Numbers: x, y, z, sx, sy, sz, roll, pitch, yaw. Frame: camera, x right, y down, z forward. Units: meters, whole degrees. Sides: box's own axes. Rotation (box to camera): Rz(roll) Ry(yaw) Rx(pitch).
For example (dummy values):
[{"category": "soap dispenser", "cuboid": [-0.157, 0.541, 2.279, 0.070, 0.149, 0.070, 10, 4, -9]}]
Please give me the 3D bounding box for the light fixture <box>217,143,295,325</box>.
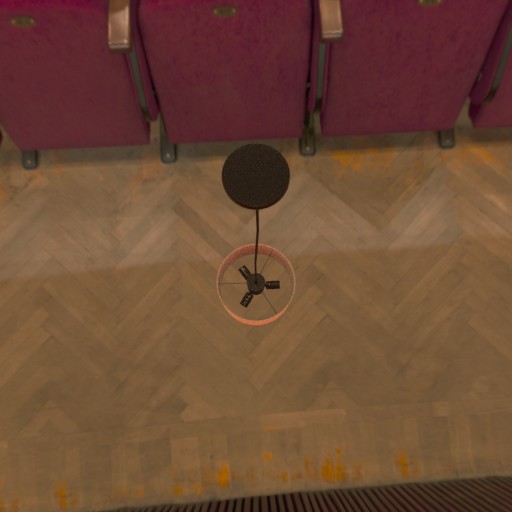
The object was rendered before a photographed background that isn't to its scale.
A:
[{"category": "light fixture", "cuboid": [0.000, 0.000, 1.712, 0.399, 1.516, 0.399, 0, 76, 0]}]
